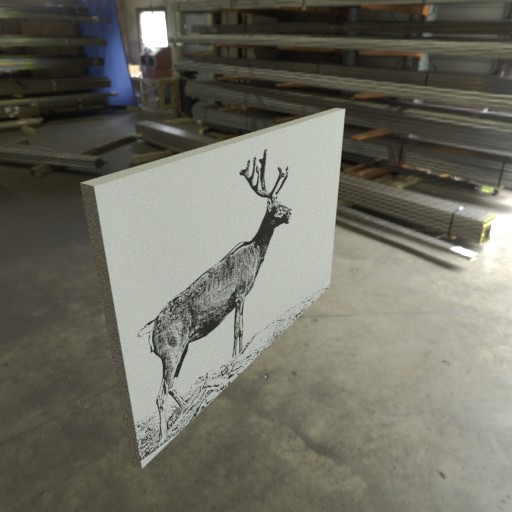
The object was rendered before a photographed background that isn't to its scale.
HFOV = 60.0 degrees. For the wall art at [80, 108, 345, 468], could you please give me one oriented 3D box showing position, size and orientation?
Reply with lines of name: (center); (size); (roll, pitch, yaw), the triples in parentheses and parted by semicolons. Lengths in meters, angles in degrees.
wall art: (0.000, 0.000, 1.137); (0.033, 0.617, 0.906); (17, 31, 30)
